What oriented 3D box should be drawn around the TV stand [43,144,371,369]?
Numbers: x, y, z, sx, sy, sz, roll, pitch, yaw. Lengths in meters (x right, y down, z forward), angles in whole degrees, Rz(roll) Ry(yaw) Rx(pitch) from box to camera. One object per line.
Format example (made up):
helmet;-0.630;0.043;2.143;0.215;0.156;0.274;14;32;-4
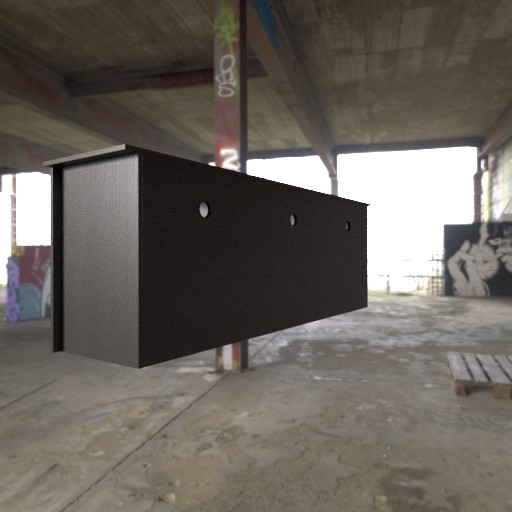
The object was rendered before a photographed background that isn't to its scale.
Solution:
TV stand;0.000;0.000;2.024;0.406;0.610;1.778;0;1;35
